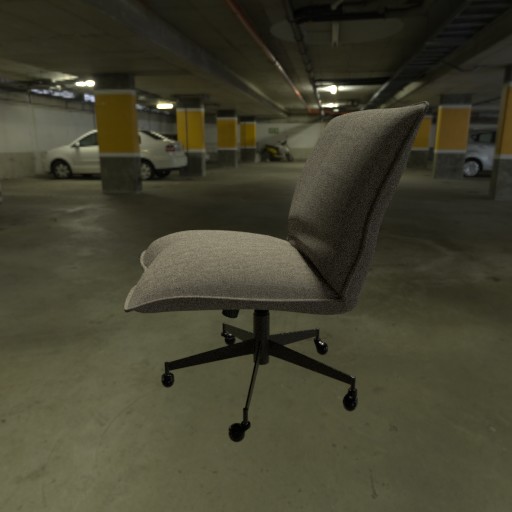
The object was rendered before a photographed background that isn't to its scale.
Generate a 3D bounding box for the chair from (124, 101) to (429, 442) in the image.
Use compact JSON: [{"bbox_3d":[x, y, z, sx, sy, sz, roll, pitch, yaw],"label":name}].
[{"bbox_3d":[0.000,0.000,1.285,0.696,0.811,0.597,-2,15,-8],"label":"chair"}]
